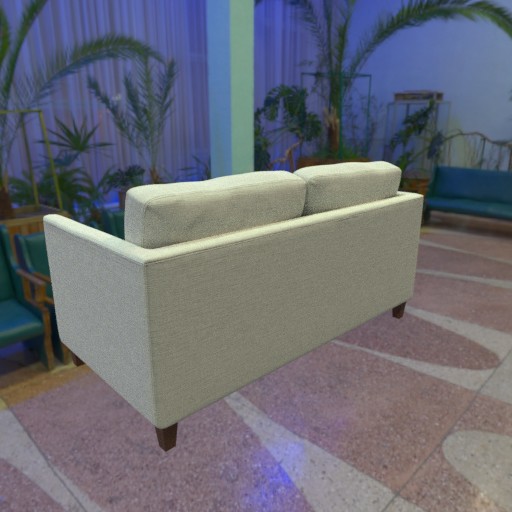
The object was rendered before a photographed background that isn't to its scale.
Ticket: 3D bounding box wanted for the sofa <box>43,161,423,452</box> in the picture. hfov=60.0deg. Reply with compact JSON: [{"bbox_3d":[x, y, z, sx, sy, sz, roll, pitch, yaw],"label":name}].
[{"bbox_3d":[0.000,0.000,2.372,1.838,0.963,0.950,-15,23,-41],"label":"sofa"}]
